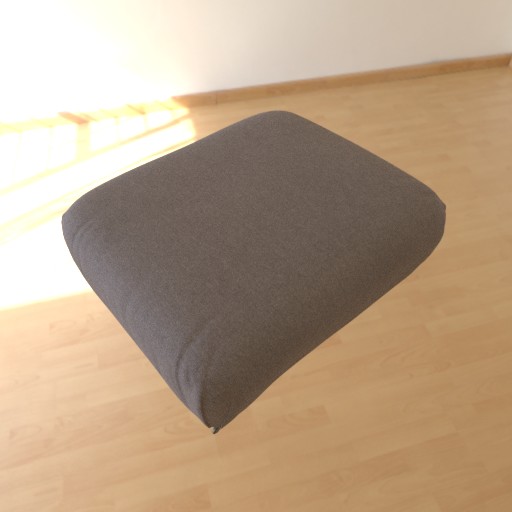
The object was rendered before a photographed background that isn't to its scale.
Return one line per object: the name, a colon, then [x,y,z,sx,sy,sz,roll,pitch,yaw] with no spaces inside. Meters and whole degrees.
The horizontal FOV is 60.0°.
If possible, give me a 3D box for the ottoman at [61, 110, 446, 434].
ottoman: [0.000,0.000,1.128,0.747,0.450,0.622,-32,55,-27]
